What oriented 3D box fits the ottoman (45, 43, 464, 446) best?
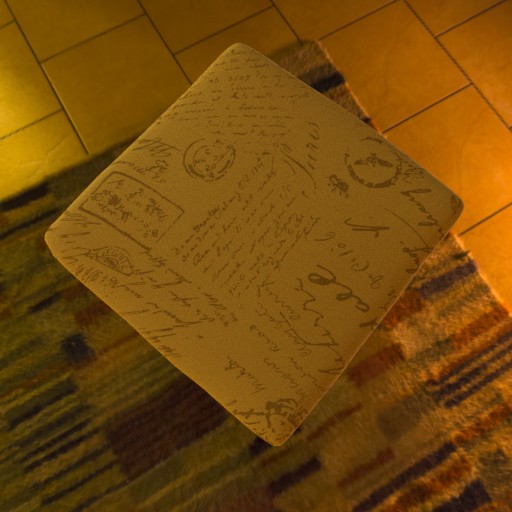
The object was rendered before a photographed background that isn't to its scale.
[{"bbox_3d":[0.000,0.000,0.825,0.449,0.457,0.450,39,79,9],"label":"ottoman"}]
